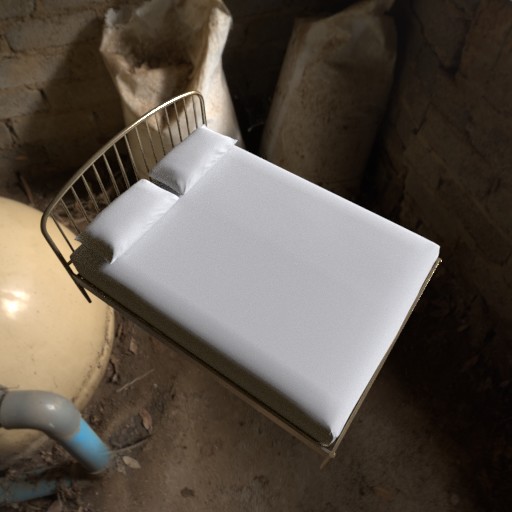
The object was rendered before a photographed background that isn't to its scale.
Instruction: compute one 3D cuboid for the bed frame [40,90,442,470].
[{"bbox_3d":[0.000,0.000,3.064,2.152,1.175,1.612,30,61,18],"label":"bed frame"}]
